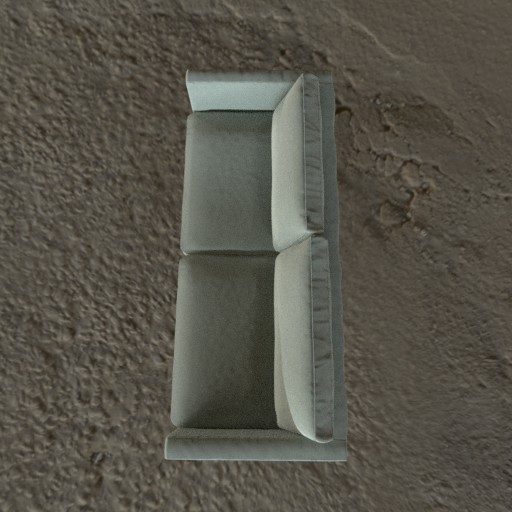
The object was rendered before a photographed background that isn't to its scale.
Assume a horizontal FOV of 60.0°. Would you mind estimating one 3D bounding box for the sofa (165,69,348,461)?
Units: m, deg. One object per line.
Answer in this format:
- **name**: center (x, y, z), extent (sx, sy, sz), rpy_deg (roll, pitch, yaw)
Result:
- **sofa**: center (0.000, 0.000, 2.782), extent (0.962, 0.853, 2.312), rpy_deg (1, 75, 0)
